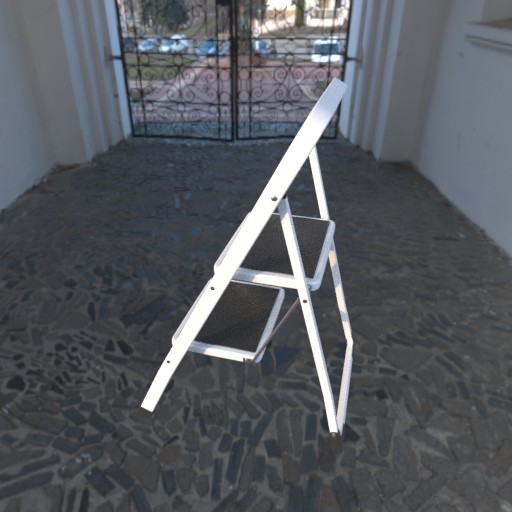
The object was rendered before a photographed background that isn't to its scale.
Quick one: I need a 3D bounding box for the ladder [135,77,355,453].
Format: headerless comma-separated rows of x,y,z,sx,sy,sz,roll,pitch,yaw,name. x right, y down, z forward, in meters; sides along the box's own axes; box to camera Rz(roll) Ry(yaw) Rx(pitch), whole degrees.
0.000,0.000,1.099,0.544,0.810,0.460,8,32,13,ladder
